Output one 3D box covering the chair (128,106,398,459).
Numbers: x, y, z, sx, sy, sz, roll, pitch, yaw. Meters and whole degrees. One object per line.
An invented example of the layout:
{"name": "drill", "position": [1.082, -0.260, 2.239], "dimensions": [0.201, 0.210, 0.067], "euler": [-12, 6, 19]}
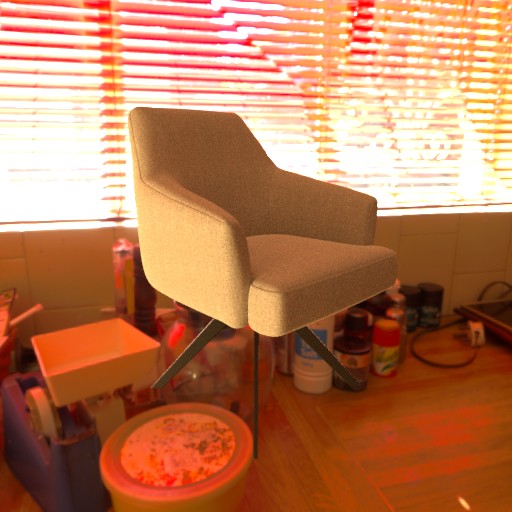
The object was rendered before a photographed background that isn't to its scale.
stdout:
{"name": "chair", "position": [0.000, 0.000, 1.336], "dimensions": [0.677, 0.874, 0.642], "euler": [14, 19, 43]}
